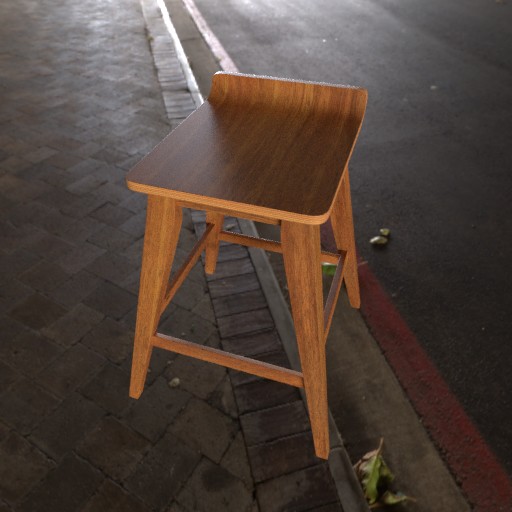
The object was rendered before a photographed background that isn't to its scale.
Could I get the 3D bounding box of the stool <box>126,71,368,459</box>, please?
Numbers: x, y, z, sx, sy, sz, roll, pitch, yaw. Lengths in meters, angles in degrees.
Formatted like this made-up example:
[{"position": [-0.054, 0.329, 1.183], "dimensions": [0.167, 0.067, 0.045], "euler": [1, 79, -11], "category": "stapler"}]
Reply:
[{"position": [0.000, 0.000, 1.013], "dimensions": [0.500, 0.650, 0.500], "euler": [12, 42, 14], "category": "stool"}]
